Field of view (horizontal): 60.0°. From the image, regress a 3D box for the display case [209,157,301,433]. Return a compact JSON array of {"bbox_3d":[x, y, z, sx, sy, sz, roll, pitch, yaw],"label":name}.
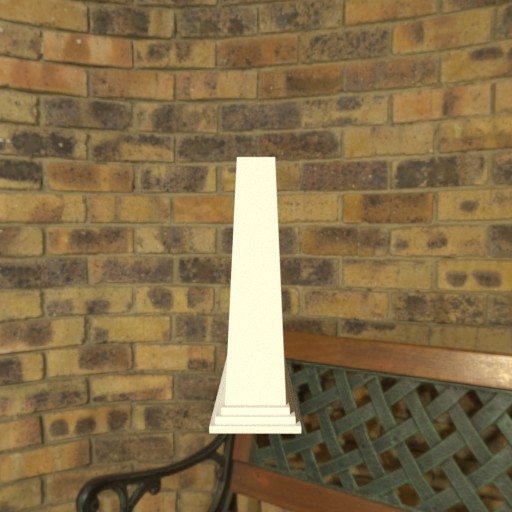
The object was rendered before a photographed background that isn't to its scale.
[{"bbox_3d":[0.000,0.000,0.769,0.095,0.340,0.640,0,2,0],"label":"display case"}]
